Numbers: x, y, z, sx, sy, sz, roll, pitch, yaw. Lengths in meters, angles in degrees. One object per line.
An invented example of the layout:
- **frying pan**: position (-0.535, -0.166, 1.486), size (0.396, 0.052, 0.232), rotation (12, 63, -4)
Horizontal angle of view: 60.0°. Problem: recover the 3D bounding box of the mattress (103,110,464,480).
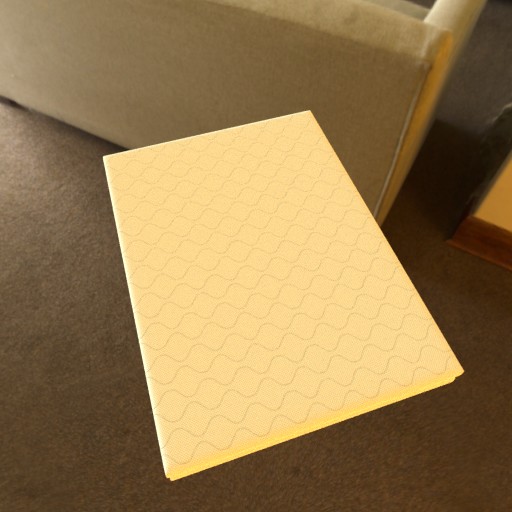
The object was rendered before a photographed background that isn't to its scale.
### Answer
- **mattress**: position (0.000, 0.000, 2.472), size (1.400, 0.200, 1.900), rotation (-15, 59, -10)
